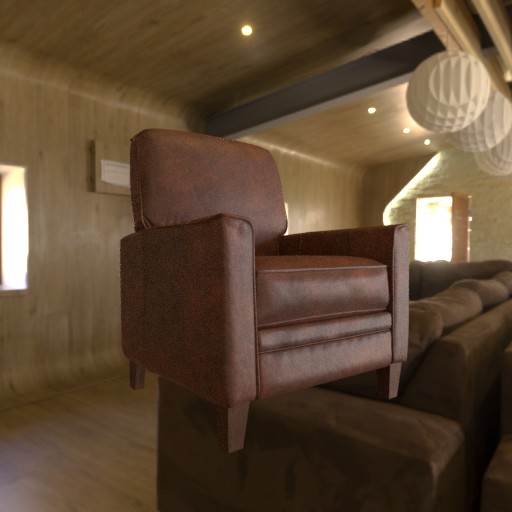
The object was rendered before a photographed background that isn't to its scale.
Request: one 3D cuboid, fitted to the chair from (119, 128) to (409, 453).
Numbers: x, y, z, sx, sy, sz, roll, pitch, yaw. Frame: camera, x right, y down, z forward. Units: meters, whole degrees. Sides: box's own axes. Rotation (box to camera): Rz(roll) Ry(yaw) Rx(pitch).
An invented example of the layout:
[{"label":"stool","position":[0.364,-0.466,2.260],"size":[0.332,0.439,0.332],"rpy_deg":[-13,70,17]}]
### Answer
[{"label":"chair","position":[0.000,0.000,1.689],"size":[0.843,1.043,0.836],"rpy_deg":[-1,1,-37]}]
